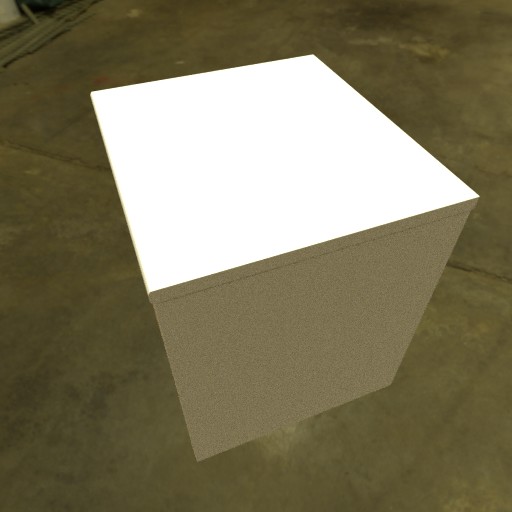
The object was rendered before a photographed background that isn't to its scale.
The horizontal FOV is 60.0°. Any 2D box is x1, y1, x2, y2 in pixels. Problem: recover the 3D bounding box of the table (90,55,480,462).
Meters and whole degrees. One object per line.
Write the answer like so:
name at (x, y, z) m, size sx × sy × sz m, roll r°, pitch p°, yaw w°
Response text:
table at (0.000, 0.000, 0.755) m, size 0.380 × 0.460 × 0.420 m, roll -16°, pitch 49°, yaw -15°
